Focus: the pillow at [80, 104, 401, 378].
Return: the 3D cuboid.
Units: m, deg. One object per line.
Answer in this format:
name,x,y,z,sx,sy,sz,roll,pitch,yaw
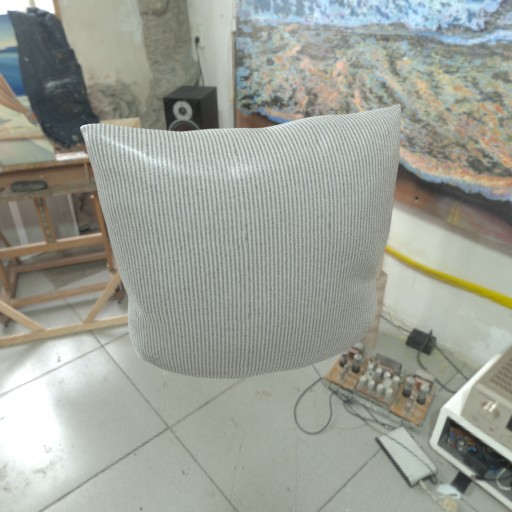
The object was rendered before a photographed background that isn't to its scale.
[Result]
pillow,0.000,0.000,0.692,0.387,0.432,0.310,11,35,16
